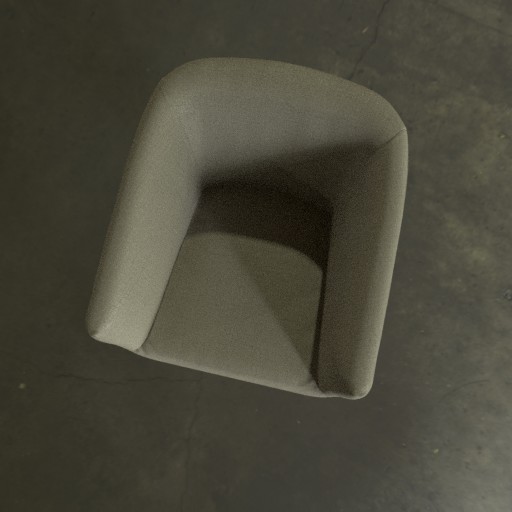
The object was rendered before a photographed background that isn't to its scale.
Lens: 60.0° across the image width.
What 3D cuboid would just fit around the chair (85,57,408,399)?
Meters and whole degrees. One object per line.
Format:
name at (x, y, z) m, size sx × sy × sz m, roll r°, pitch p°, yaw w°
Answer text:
chair at (0.000, 0.000, 1.228) m, size 0.600 × 0.771 × 0.668 m, roll 12°, pitch 75°, yaw 3°
